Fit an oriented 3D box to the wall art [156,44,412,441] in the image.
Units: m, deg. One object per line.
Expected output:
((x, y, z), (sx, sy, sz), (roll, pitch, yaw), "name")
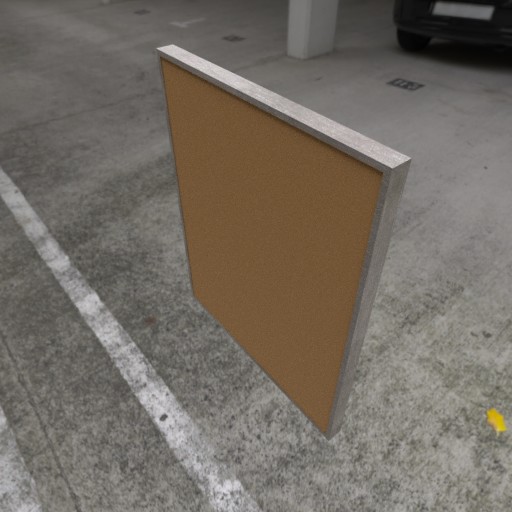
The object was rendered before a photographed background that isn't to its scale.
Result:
((0.000, 0.000, 0.694), (0.032, 0.521, 0.421), (-28, 49, -28), "wall art")
